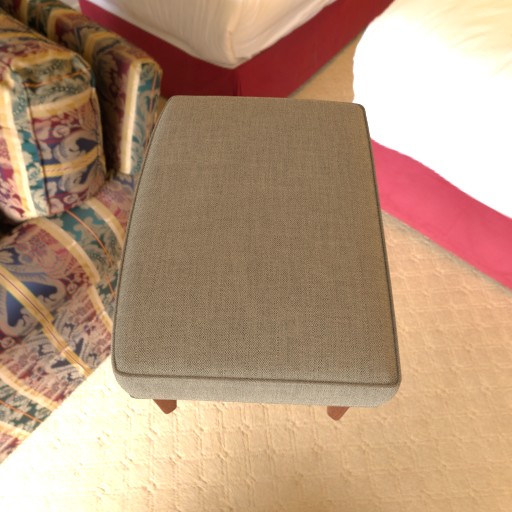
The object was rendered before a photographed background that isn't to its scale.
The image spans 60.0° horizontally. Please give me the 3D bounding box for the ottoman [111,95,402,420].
[{"bbox_3d":[0.000,0.000,1.105,0.555,0.458,0.750,2,59,1],"label":"ottoman"}]
